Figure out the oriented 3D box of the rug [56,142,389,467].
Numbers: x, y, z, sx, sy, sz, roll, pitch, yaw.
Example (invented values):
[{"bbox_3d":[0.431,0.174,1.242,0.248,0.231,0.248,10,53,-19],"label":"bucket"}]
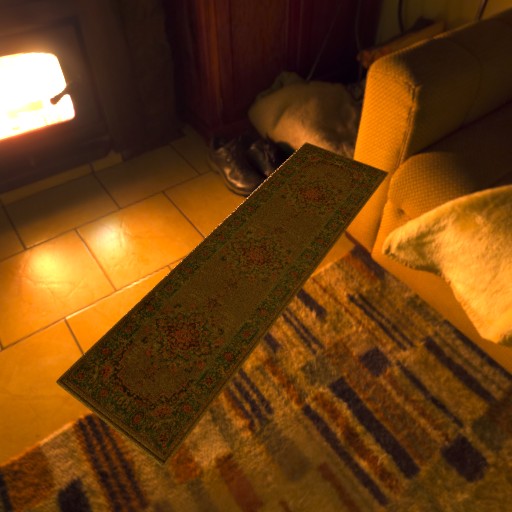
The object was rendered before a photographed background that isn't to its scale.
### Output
[{"bbox_3d":[0.000,0.000,2.528,0.659,0.019,2.297,27,53,22],"label":"rug"}]
